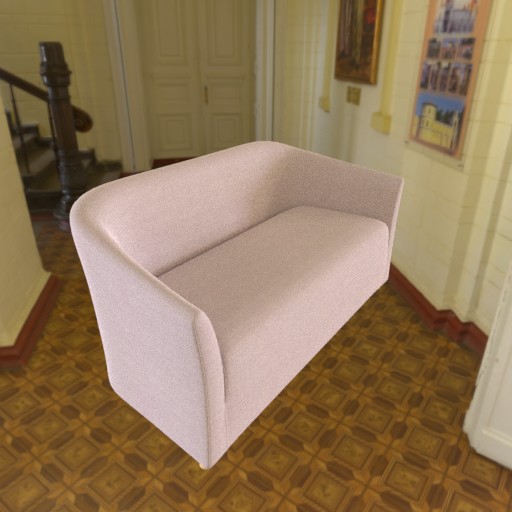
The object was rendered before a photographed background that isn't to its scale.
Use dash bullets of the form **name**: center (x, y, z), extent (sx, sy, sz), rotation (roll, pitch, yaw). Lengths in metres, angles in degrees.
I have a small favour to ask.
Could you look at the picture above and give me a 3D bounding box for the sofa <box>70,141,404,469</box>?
- **sofa**: center (0.000, 0.000, 1.835), extent (0.705, 0.721, 1.452), rotation (17, 31, 32)
